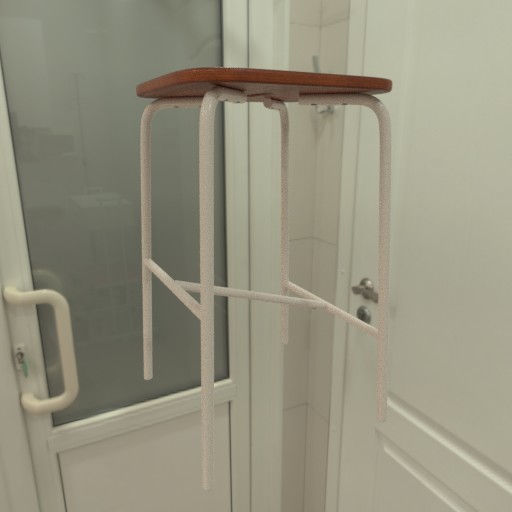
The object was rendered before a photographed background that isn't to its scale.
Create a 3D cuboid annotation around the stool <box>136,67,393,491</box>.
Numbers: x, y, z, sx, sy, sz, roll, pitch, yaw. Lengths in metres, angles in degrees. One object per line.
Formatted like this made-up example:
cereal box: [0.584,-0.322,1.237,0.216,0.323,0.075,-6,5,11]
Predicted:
stool: [0.000,0.000,0.840,0.376,0.610,0.376,-8,18,-27]
